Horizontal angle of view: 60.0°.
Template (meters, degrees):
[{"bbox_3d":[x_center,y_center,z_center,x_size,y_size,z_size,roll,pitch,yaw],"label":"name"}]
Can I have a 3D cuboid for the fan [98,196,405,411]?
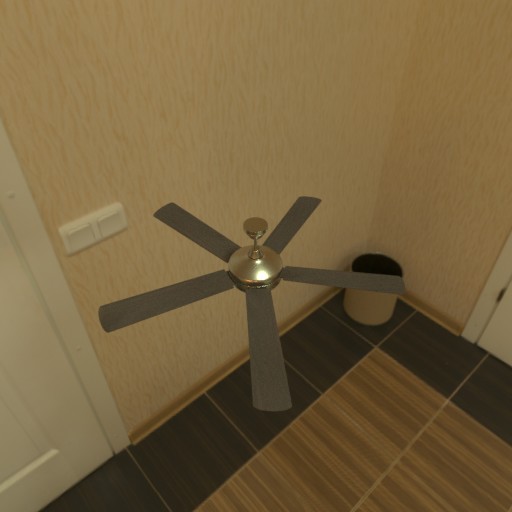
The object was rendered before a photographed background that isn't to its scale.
[{"bbox_3d":[0.000,0.000,1.986,1.321,0.356,1.321,13,43,14],"label":"fan"}]
